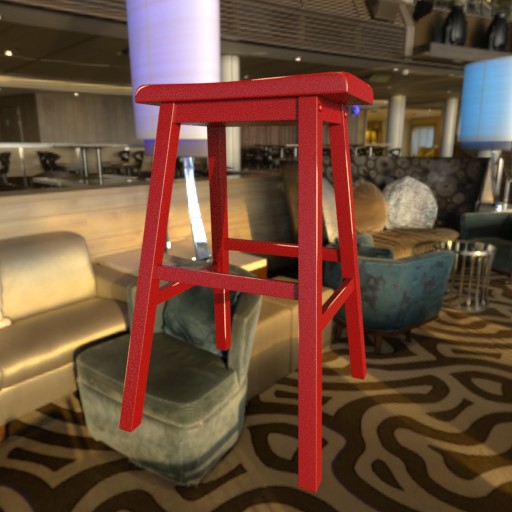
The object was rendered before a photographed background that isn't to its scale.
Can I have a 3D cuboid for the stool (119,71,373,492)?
[{"bbox_3d":[0.000,0.000,1.021,0.457,0.737,0.476,6,15,24],"label":"stool"}]
